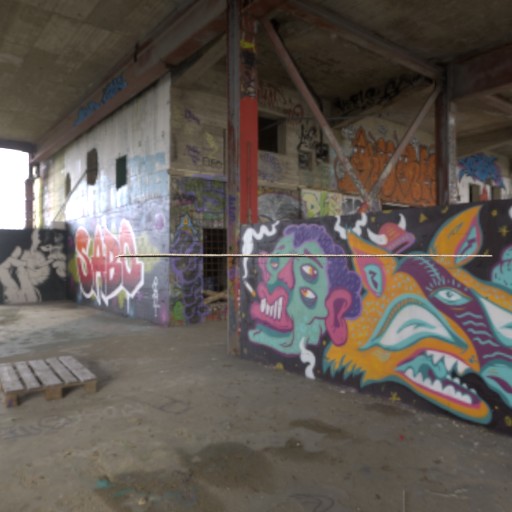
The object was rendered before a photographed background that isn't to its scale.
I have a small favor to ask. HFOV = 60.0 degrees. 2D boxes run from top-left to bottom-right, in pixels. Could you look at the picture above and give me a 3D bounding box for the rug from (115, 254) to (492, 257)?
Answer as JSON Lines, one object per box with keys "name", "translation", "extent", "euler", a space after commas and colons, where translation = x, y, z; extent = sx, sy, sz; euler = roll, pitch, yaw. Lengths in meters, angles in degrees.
{"name": "rug", "translation": [0.000, 0.000, 4.117], "extent": [2.468, 0.022, 3.061], "euler": [0, 0, -18]}
